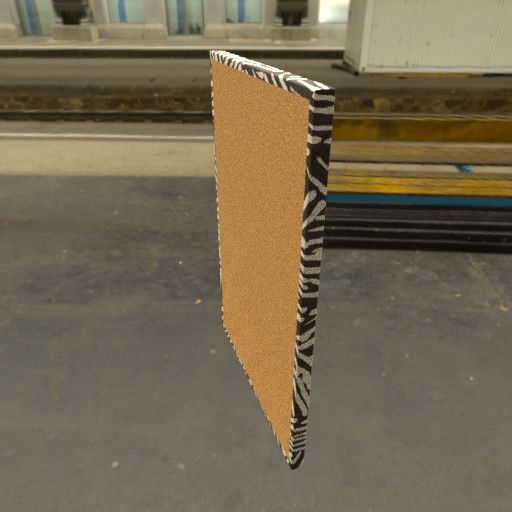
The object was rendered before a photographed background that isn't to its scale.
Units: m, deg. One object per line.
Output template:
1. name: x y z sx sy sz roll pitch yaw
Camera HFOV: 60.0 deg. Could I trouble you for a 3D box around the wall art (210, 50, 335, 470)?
1. wall art: 0.000 0.000 1.148 0.035 0.918 0.615 -10 32 -17
